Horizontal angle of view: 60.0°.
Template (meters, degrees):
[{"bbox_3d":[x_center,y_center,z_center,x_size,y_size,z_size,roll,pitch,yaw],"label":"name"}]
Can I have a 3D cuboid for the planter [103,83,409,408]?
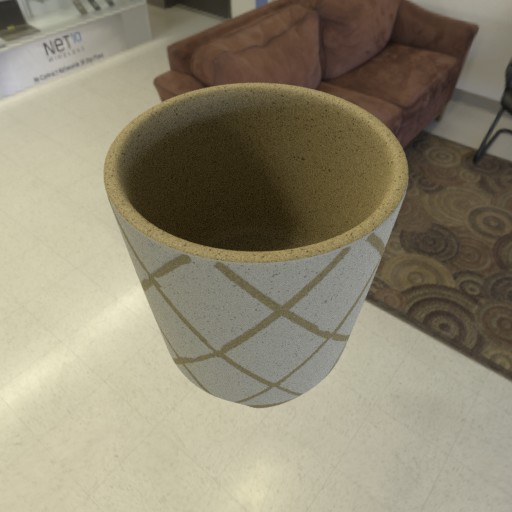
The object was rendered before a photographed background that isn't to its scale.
[{"bbox_3d":[0.000,0.000,0.424,0.228,0.235,0.228,0,47,0],"label":"planter"}]
